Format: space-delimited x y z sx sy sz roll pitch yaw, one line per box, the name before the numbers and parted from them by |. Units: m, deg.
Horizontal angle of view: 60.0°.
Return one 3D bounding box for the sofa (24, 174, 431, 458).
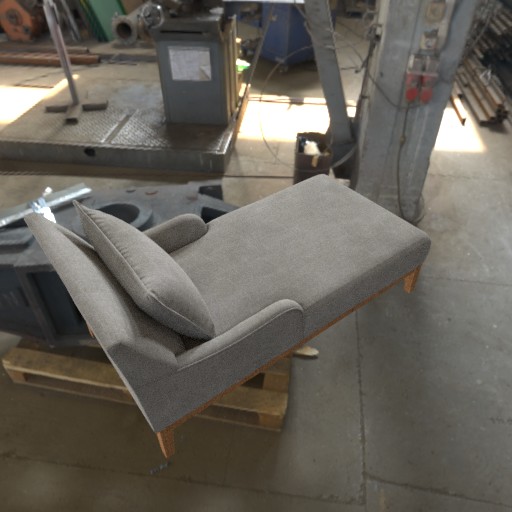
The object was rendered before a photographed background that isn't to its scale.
sofa | 0.000 0.000 2.241 1.779 0.859 0.894 -26 47 -27
